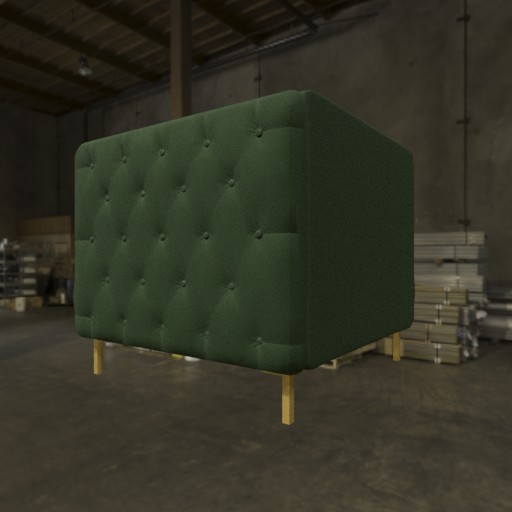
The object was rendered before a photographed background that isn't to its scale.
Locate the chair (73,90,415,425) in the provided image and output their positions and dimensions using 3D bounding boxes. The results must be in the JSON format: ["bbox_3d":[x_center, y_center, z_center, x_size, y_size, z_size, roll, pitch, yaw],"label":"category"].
[{"bbox_3d":[0.000,0.000,1.544,0.855,0.768,0.917,0,0,36],"label":"chair"}]
